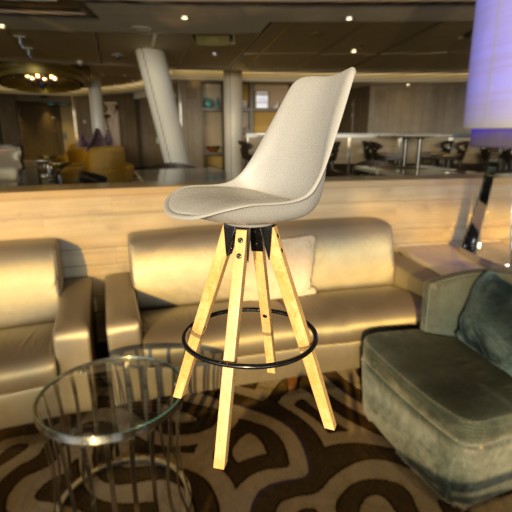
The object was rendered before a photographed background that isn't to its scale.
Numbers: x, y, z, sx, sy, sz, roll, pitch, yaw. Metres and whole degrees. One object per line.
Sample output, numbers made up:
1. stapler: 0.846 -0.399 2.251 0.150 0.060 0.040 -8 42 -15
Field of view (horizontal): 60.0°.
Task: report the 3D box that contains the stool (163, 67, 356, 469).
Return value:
1. stool: 0.000 0.000 1.406 0.550 1.115 0.485 -8 17 -26
